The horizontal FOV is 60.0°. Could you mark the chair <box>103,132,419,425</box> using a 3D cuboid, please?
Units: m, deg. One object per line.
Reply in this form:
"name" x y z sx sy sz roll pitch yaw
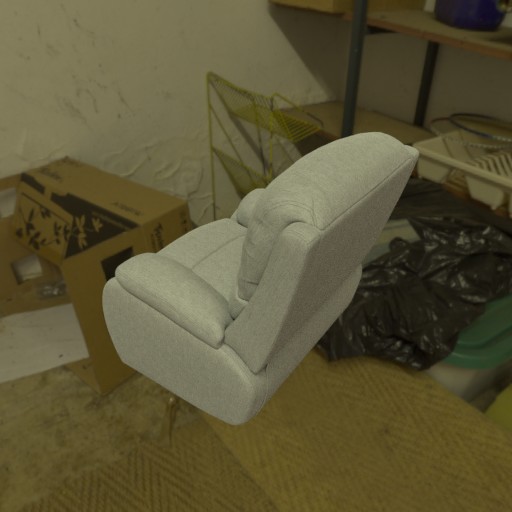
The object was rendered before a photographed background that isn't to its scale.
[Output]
"chair" 0.000 0.000 1.766 0.899 1.011 0.930 20 36 29
